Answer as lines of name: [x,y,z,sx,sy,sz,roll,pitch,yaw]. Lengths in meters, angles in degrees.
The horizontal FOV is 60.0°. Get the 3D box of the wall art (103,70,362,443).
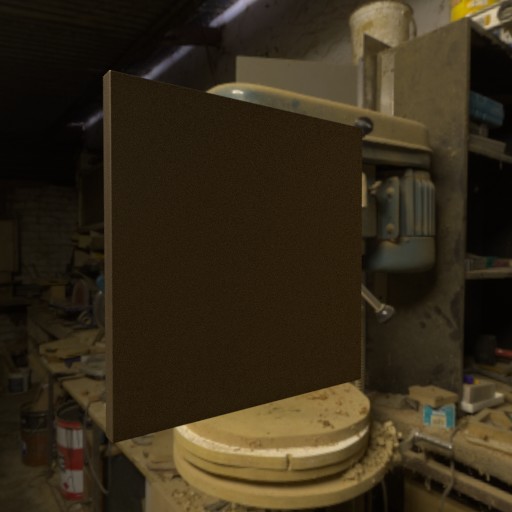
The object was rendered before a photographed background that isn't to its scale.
wall art: [0.000,0.000,0.758,0.503,0.506,0.030,-1,2,-36]
